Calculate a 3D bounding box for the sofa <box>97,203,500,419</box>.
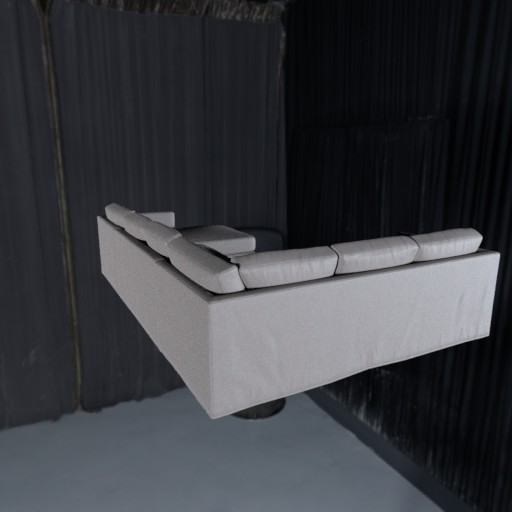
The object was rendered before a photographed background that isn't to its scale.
[{"bbox_3d":[0.000,0.000,4.377,2.427,0.882,3.460,-7,15,-28],"label":"sofa"}]
